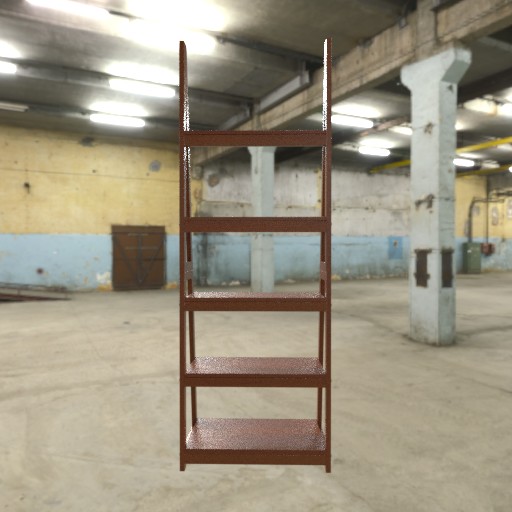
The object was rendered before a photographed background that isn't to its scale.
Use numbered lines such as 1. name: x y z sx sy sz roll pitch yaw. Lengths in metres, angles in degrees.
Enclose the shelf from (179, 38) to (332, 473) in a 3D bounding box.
1. shelf: 0.000 0.000 1.998 0.630 1.780 0.356 0 1 1
